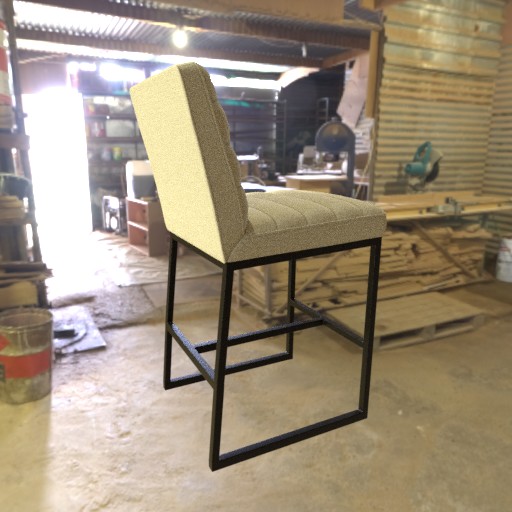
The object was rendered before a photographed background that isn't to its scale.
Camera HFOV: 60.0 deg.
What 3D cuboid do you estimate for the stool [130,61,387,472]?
[{"bbox_3d":[0.000,0.000,1.260,0.560,0.940,0.460,-7,16,-26],"label":"stool"}]
